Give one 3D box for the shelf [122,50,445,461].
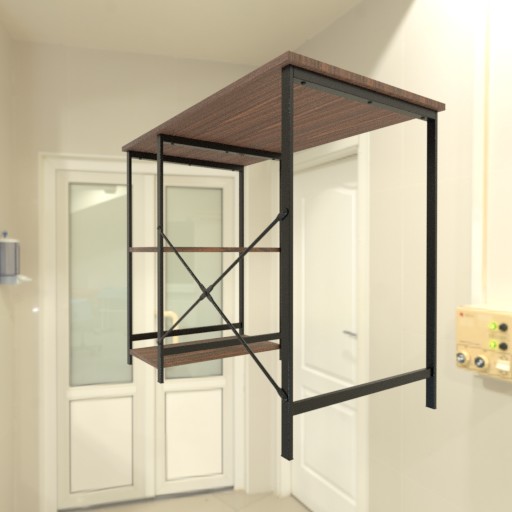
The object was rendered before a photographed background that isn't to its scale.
[{"bbox_3d":[0.000,0.000,1.312,0.498,0.750,0.902,0,1,-35],"label":"shelf"}]
